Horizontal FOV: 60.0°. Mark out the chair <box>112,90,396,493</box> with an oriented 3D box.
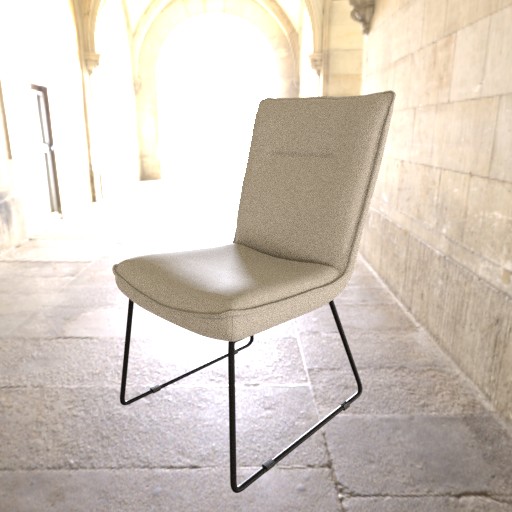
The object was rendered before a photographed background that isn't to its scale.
[{"bbox_3d":[0.000,0.000,1.305,0.515,0.930,0.688,15,21,41],"label":"chair"}]
